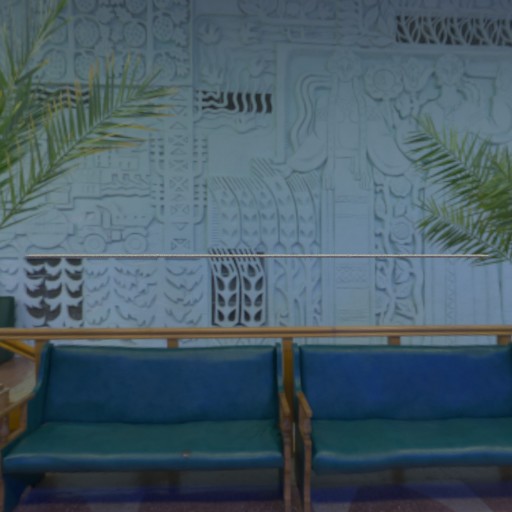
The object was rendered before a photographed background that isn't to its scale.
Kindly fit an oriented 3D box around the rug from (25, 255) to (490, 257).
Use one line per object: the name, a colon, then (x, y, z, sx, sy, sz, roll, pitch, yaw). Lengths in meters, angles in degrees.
rug: (0.000, 0.000, 4.111, 3.039, 0.018, 2.462, 0, 0, -1)
